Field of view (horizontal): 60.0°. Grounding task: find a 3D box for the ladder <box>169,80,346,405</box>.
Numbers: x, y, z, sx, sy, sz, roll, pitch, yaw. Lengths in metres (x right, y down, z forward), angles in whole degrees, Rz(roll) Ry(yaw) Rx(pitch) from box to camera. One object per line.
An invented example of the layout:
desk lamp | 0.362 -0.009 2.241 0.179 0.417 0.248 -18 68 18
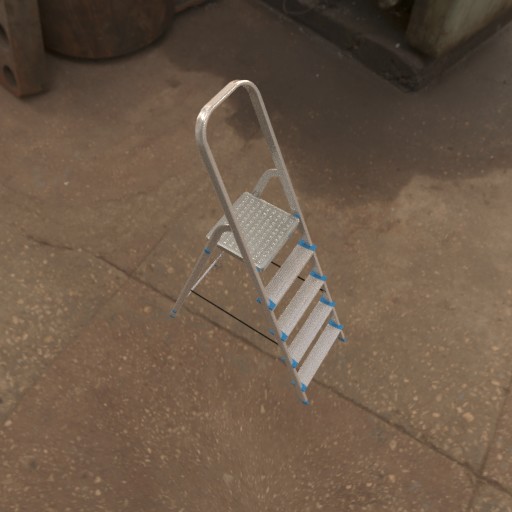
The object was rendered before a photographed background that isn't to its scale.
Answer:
ladder | 0.000 0.000 2.010 0.990 1.648 0.468 29 63 17
